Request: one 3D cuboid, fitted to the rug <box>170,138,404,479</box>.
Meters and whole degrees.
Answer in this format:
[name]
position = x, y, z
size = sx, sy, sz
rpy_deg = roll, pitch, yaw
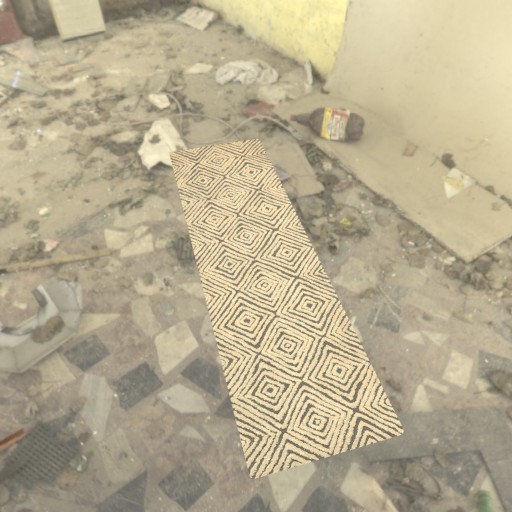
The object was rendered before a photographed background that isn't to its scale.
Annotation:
[rug]
position = 0.000, 0.000, 2.545
size = 0.676, 0.008, 2.277
rpy_deg = -12, 49, -10
